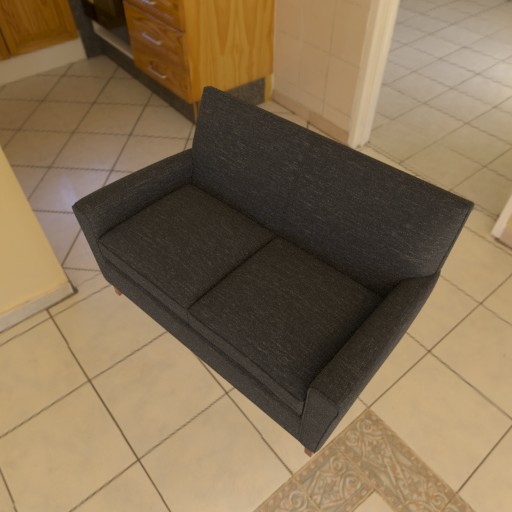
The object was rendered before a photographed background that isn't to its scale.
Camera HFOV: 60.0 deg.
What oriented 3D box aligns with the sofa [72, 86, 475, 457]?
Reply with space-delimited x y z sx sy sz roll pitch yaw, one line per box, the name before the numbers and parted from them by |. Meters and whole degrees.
sofa | 0.000 0.000 1.976 1.420 0.846 0.875 33 56 26
